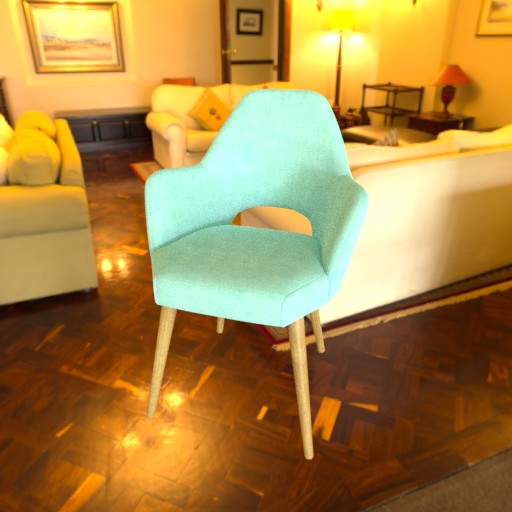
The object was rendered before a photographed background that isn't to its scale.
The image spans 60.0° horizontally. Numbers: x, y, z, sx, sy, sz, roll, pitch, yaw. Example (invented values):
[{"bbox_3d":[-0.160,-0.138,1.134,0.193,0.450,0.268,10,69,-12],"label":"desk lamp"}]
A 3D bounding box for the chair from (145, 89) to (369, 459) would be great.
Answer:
[{"bbox_3d":[0.000,0.000,1.257,0.590,0.840,0.610,8,27,16],"label":"chair"}]
